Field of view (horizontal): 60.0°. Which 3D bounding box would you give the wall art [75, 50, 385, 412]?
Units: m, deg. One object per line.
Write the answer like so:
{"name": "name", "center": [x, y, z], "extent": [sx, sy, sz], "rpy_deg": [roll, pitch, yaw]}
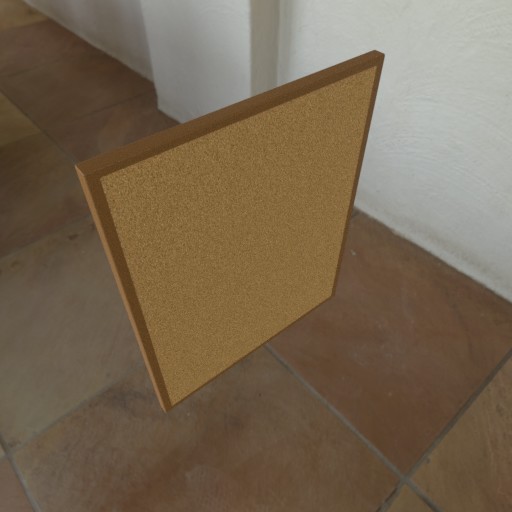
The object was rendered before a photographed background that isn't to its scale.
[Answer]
{"name": "wall art", "center": [0.000, 0.000, 0.733], "extent": [0.449, 0.550, 0.021], "rpy_deg": [-30, 54, -25]}
